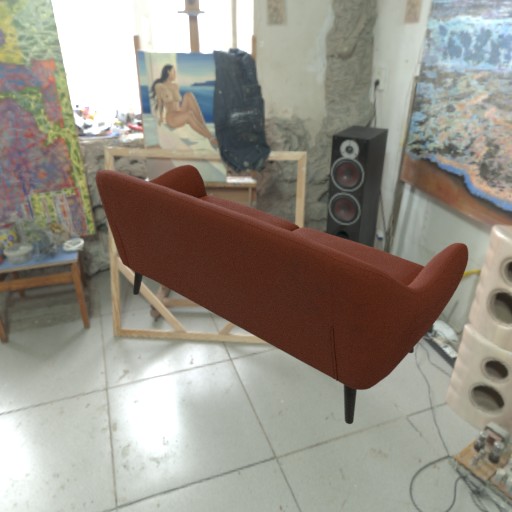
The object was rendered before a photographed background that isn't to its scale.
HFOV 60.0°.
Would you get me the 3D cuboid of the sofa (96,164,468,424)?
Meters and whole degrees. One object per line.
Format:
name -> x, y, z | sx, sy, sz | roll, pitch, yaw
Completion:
sofa -> 0.000, 0.000, 2.288 | 1.840, 0.836, 0.820 | 22, 36, 35
